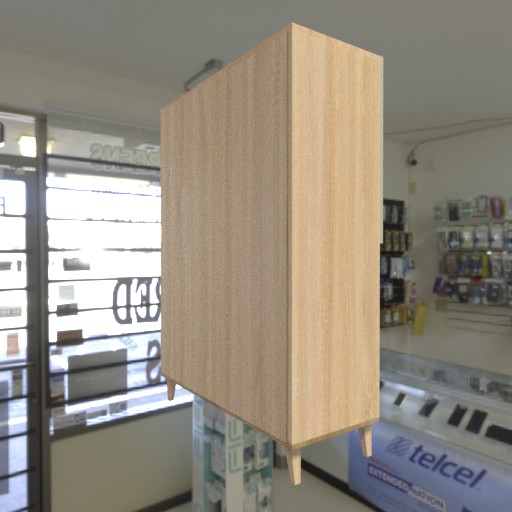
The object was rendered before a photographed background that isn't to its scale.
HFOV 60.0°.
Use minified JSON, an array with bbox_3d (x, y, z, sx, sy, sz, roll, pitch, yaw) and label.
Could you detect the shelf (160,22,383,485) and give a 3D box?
[{"bbox_3d":[0.000,0.000,1.858,0.434,1.405,0.995,0,1,-35],"label":"shelf"}]
